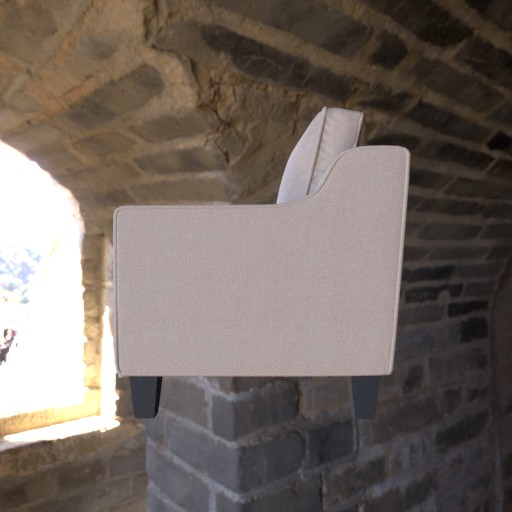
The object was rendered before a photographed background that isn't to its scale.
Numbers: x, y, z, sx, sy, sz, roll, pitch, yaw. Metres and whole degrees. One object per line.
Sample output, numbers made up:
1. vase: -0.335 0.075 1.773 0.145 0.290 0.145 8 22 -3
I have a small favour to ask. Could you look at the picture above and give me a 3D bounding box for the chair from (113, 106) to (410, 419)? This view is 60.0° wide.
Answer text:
1. chair: 0.000 0.000 1.696 0.882 0.948 0.922 0 -1 1
